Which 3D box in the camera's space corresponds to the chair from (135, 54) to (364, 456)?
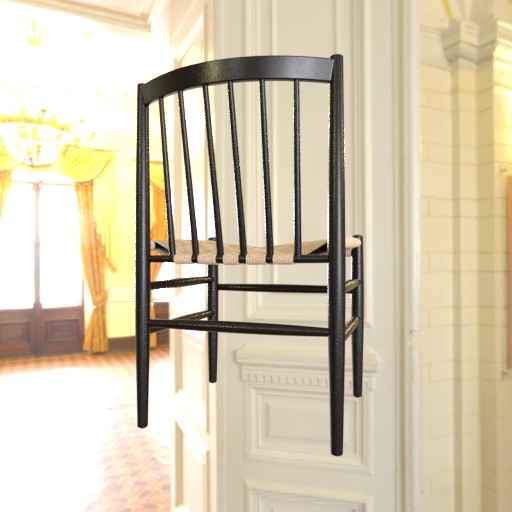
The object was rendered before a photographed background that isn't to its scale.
[{"bbox_3d":[0.000,0.000,1.133,0.495,0.818,0.516,0,0,19],"label":"chair"}]
